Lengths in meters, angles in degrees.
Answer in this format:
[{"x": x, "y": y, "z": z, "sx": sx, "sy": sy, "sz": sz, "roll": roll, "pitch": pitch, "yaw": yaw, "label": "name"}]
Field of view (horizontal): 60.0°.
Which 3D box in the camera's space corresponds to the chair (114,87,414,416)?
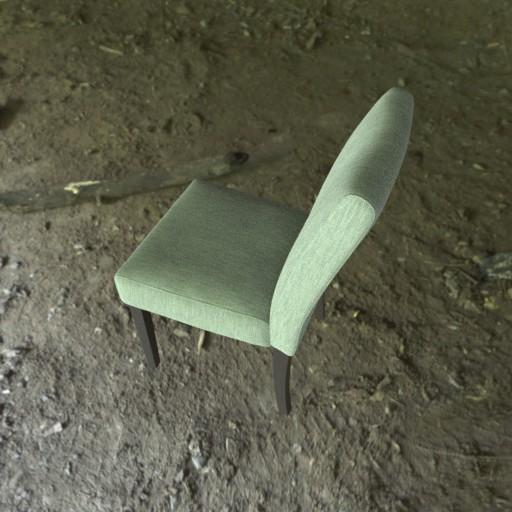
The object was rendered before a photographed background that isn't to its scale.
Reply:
[{"x": 0.000, "y": 0.000, "z": 1.240, "sx": 0.629, "sy": 0.884, "sz": 0.487, "roll": 16, "pitch": 48, "yaw": 15, "label": "chair"}]
